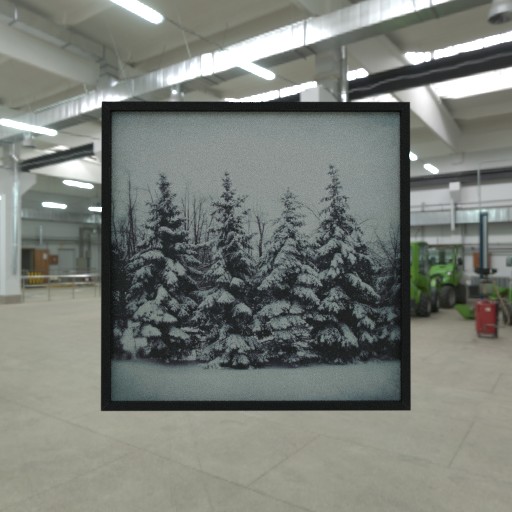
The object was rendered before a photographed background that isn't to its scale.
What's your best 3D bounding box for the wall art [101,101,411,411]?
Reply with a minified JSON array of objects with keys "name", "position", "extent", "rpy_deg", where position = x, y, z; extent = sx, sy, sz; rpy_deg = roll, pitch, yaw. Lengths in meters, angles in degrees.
[{"name":"wall art","position":[0.000,0.000,0.456],"extent":[0.305,0.305,0.037],"rpy_deg":[0,0,0]}]
